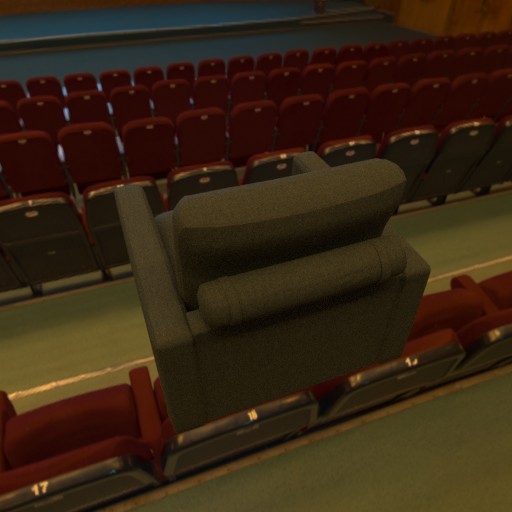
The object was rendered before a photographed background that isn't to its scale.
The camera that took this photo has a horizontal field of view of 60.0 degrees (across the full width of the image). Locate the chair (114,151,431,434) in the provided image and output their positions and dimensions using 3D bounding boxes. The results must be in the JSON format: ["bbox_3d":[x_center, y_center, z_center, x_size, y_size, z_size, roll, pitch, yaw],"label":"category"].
[{"bbox_3d":[0.000,0.000,1.530,0.821,0.880,0.843,-14,42,-16],"label":"chair"}]
